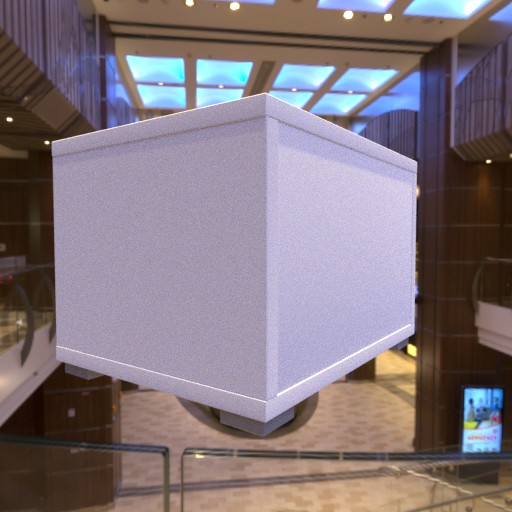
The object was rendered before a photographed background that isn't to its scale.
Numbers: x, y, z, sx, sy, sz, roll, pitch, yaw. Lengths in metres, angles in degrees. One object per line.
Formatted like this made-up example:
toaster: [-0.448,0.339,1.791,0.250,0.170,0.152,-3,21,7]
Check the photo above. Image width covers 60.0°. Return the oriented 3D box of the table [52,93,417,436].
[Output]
table: [0.000,0.000,0.777,0.399,0.357,0.517,2,3,36]
